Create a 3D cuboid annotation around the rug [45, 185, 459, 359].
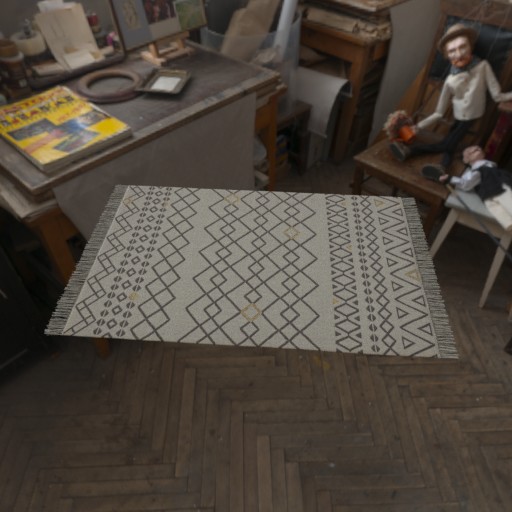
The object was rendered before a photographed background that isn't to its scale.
[{"bbox_3d":[0.000,0.000,3.120,2.472,0.035,1.495,3,46,3],"label":"rug"}]
